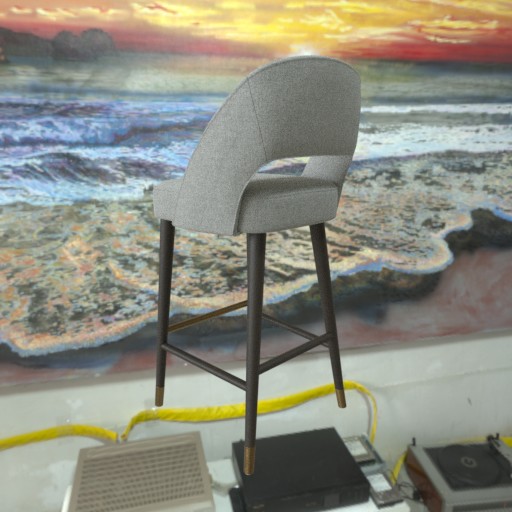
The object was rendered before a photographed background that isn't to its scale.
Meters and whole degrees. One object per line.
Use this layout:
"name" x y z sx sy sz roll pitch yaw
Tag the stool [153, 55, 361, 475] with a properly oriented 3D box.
"stool" 0.000 0.000 1.319 0.494 1.037 0.509 -14 20 -43
